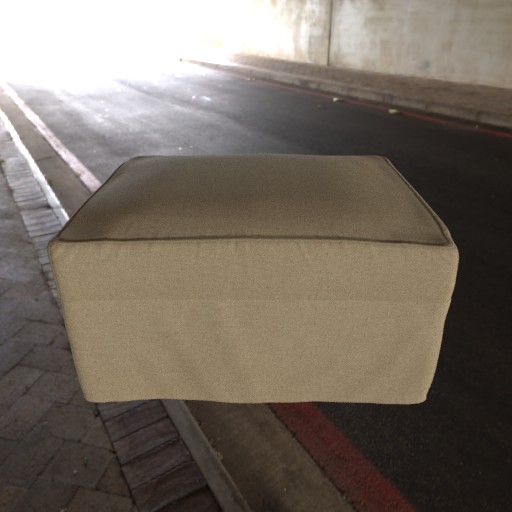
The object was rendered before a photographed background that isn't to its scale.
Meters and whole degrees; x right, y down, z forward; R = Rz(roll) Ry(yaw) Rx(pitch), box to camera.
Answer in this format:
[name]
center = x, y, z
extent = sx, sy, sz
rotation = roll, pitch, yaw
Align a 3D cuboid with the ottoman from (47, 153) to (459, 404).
[ottoman]
center = 0.000, 0.000, 1.225
extent = 0.833, 0.485, 0.650
rotation = 0, 29, 0
